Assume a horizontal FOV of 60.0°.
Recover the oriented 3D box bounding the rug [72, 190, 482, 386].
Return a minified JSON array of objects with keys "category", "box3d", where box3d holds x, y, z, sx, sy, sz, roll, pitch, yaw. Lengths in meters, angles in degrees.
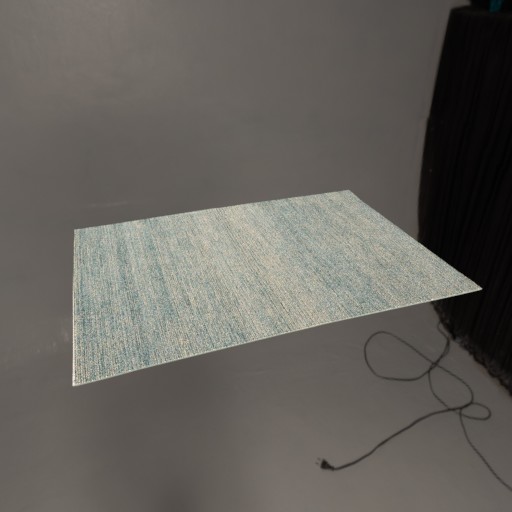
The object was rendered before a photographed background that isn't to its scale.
[{"category":"rug","box3d":[0.000,0.000,5.223,4.078,0.052,2.802,-10,33,-16]}]
